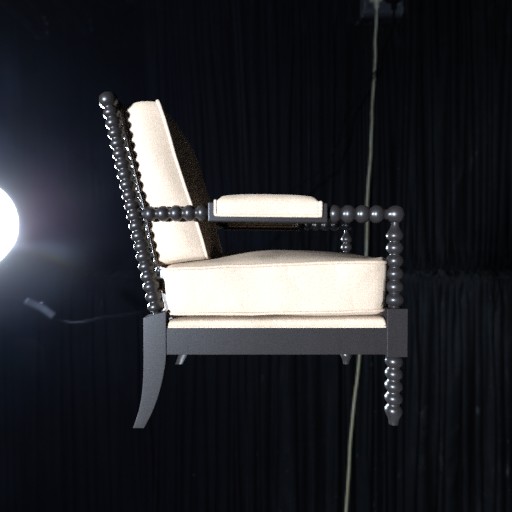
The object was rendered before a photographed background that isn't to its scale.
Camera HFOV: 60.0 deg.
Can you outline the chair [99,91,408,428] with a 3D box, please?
[{"bbox_3d":[0.000,0.000,1.176,0.657,0.703,0.555,0,1,0],"label":"chair"}]
